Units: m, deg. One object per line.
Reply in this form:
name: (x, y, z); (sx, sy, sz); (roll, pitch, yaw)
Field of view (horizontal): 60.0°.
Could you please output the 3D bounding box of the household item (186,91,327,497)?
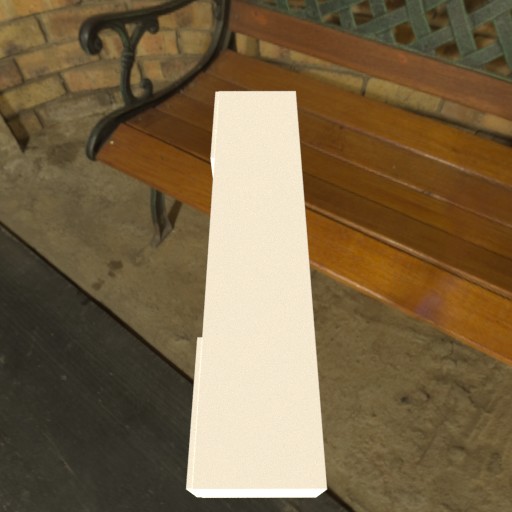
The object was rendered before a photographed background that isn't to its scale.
household item: (0.000, 0.000, 1.950); (0.420, 0.310, 1.850); (0, 57, 0)
